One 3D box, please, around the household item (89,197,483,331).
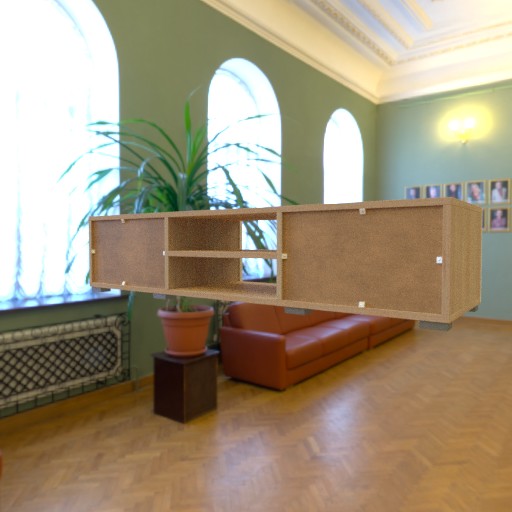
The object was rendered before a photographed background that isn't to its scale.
[{"bbox_3d":[0.000,0.000,1.593,1.400,0.310,0.420,1,2,36],"label":"household item"}]
